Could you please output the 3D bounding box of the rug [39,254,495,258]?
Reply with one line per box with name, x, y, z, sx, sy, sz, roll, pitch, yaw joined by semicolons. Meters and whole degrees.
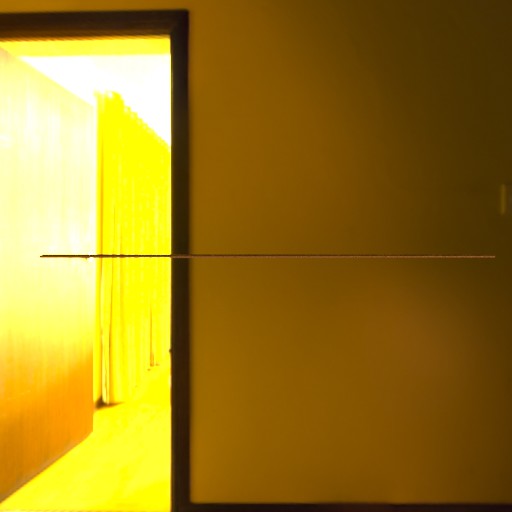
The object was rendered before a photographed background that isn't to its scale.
rug;0.000;0.000;2.233;1.824;0.012;1.206;0;0;-19
